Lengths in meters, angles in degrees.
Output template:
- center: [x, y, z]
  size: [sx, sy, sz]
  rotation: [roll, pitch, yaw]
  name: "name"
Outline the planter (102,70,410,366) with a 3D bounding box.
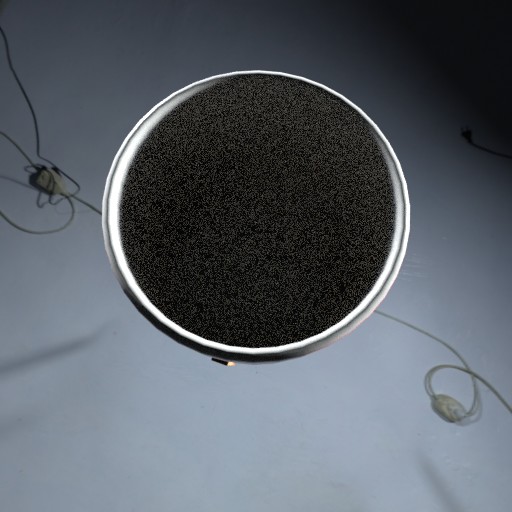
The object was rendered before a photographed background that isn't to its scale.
- center: [0.000, 0.000, 0.401]
  size: [0.199, 0.268, 0.199]
  rotation: [0, 76, 0]
  name: "planter"
